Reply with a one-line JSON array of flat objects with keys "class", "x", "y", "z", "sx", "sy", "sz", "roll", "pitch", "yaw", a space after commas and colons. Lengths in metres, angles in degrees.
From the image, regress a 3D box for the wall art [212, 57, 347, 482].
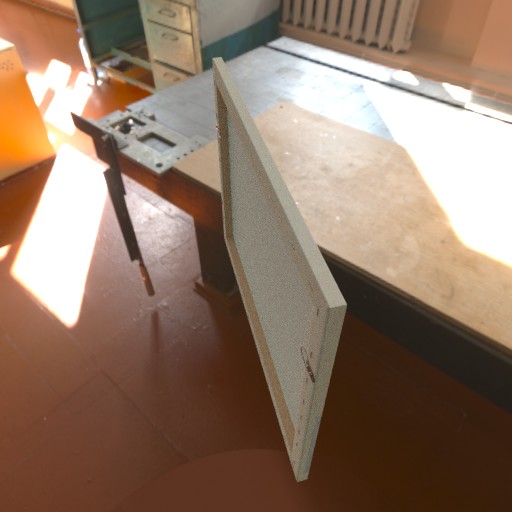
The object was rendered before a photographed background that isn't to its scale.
[{"class": "wall art", "x": 0.000, "y": 0.000, "z": 1.556, "sx": 0.042, "sy": 0.912, "sz": 1.219, "roll": -10, "pitch": 46, "yaw": -10}]
